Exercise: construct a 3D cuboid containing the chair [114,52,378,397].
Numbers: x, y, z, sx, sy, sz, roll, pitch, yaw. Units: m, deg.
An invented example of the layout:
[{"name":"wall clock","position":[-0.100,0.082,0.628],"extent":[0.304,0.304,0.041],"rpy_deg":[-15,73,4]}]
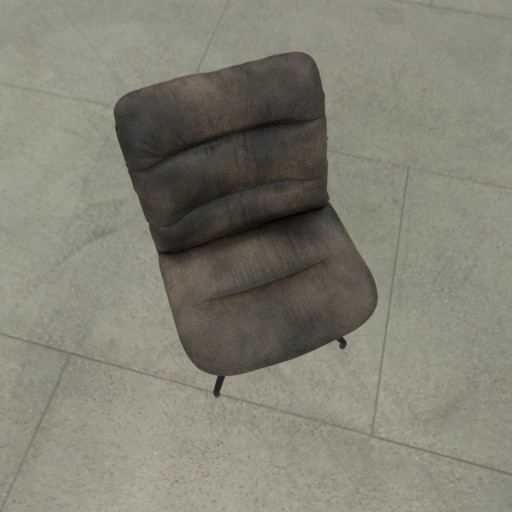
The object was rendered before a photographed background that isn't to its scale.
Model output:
[{"name":"chair","position":[0.000,0.000,1.284],"extent":[0.549,0.870,0.622],"rpy_deg":[-19,65,-9]}]
